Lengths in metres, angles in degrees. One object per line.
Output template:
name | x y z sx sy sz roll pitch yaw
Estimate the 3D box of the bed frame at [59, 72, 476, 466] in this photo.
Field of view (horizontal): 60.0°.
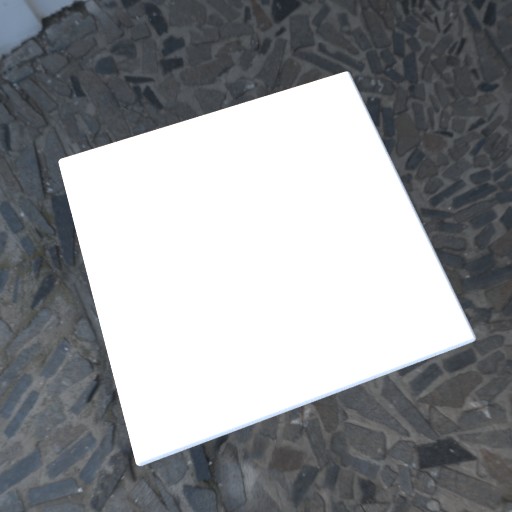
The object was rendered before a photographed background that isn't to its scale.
bed frame | 0.000 0.000 2.945 2.033 0.525 1.935 -19 75 -5
